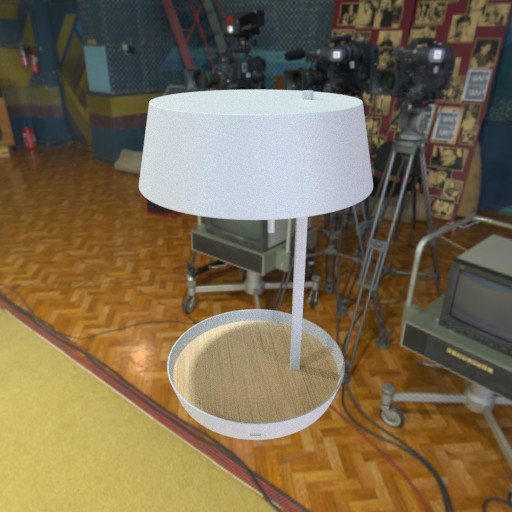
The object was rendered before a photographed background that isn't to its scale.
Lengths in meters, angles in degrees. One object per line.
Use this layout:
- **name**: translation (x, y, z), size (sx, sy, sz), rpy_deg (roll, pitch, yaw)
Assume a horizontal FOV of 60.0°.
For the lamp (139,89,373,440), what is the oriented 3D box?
- **lamp**: translation (0.000, 0.000, 0.612), size (0.291, 0.429, 0.291), rpy_deg (0, 26, 0)
